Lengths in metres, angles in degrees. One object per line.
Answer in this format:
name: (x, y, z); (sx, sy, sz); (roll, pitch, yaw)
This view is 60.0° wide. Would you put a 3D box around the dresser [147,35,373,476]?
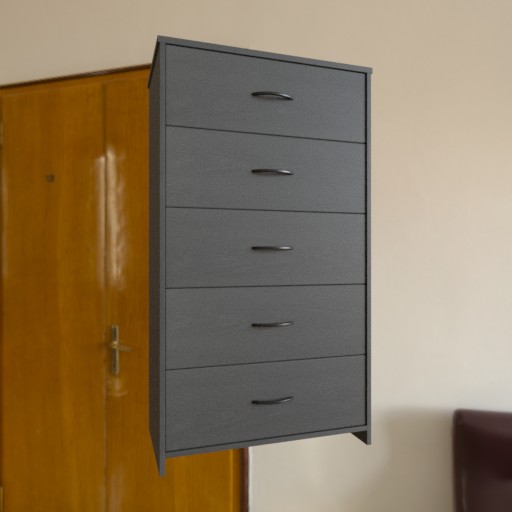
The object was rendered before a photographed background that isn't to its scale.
dresser: (0.000, 0.000, 1.535); (0.704, 1.255, 0.399); (0, 0, -18)
